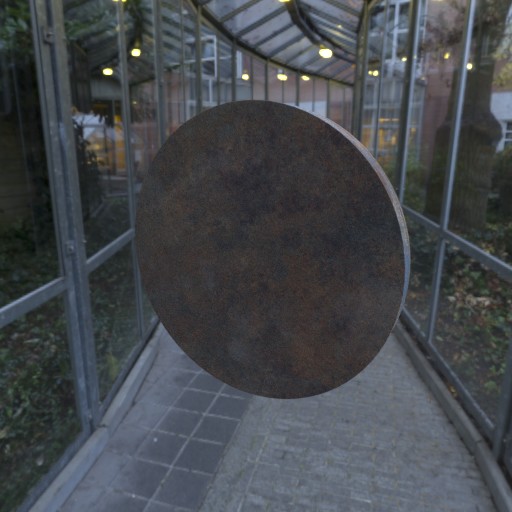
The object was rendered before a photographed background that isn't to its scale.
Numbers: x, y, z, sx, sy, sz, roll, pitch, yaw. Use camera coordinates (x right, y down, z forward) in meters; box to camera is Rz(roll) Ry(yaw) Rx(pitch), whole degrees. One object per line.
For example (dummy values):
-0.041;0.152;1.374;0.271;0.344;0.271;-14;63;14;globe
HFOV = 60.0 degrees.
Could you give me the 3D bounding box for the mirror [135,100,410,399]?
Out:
0.000;0.000;0.884;0.585;0.585;0.061;8;17;28;mirror
